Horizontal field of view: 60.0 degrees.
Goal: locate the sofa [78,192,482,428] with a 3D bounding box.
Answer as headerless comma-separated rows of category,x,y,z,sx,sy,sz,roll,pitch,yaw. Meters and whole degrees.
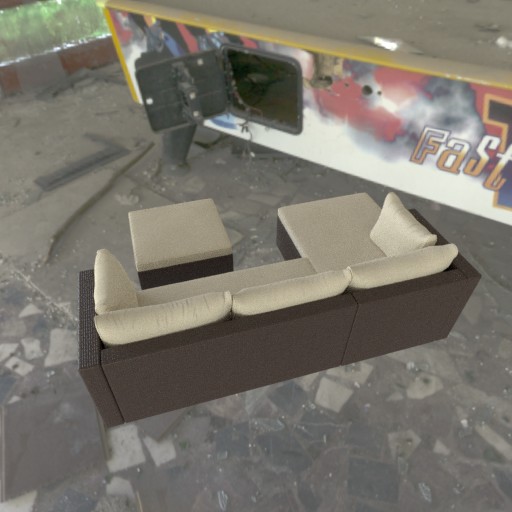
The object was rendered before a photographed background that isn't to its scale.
sofa,0.000,0.000,3.005,2.192,0.766,1.612,-11,42,-13
